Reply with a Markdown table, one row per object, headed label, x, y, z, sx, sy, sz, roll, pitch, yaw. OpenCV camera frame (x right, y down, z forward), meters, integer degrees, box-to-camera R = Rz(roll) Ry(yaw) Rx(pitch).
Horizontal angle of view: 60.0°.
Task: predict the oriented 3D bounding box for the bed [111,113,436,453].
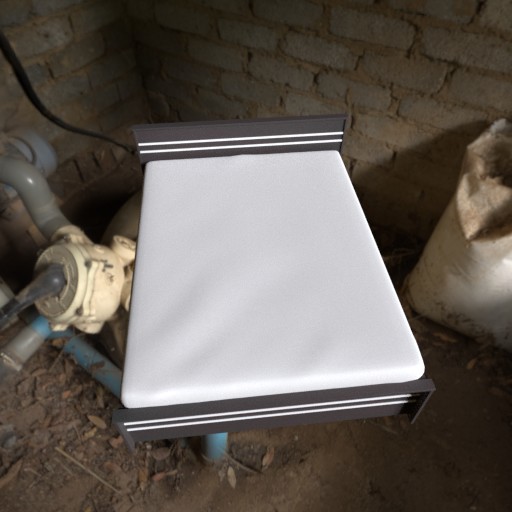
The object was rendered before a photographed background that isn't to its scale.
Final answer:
| label | x | y | z | sx | sy | sz | roll | pitch | yaw |
| --- | --- | --- | --- | --- | --- | --- | --- | --- | --- |
| bed | 0.000 | 0.000 | 2.948 | 1.634 | 0.808 | 2.103 | -4 | 47 | -4 |
